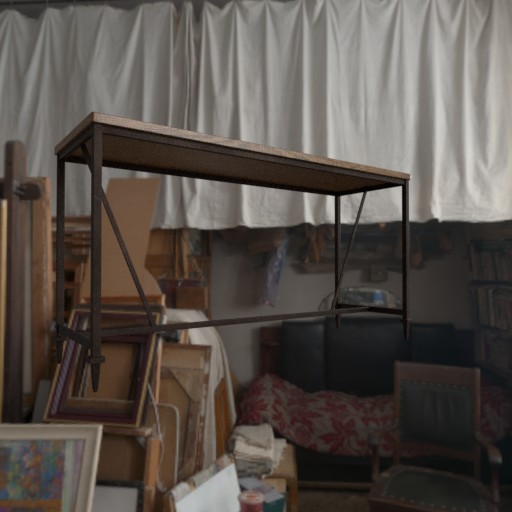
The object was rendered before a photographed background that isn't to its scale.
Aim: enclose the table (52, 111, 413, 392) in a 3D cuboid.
[{"bbox_3d":[0.000,0.000,2.129,1.700,0.902,0.551,1,-1,-36],"label":"table"}]
